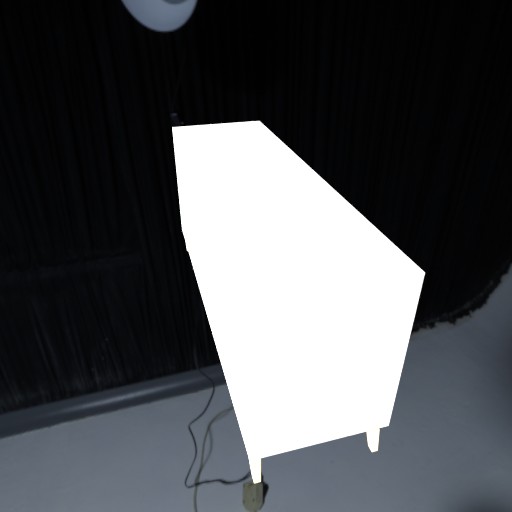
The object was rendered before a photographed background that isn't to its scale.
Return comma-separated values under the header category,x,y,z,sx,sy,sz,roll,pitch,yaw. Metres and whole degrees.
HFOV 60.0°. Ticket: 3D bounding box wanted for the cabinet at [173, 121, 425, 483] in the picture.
category,x,y,z,sx,sy,sz,roll,pitch,yaw
cabinet,0.000,0.000,2.035,0.500,0.780,1.649,-8,32,-13
